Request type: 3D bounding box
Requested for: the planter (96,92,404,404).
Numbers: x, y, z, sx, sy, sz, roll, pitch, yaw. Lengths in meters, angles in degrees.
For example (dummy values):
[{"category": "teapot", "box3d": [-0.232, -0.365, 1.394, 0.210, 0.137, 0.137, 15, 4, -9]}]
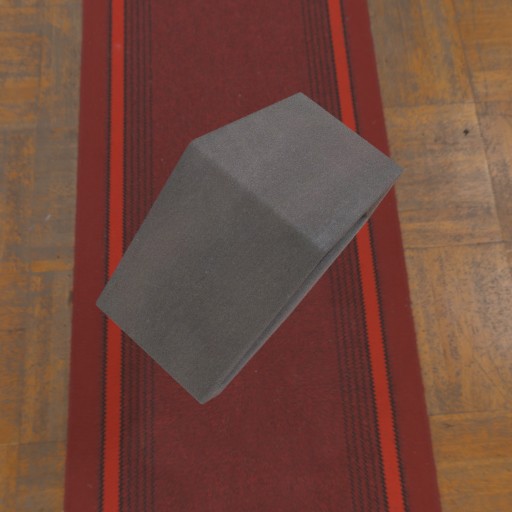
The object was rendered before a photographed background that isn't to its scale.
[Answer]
[{"category": "planter", "box3d": [0.000, 0.000, 0.288, 0.077, 0.206, 0.169, 40, 79, 10]}]
